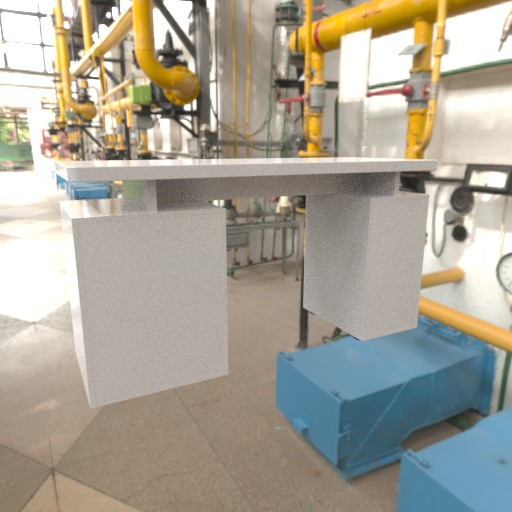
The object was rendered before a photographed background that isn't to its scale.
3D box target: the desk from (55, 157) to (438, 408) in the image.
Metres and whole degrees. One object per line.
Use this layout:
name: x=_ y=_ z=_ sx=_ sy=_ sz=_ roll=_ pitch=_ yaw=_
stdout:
desk: x=0.000 y=0.000 z=1.809 sx=1.400 sy=0.762 sz=0.550 roll=-7 pitch=16 yaw=-26
